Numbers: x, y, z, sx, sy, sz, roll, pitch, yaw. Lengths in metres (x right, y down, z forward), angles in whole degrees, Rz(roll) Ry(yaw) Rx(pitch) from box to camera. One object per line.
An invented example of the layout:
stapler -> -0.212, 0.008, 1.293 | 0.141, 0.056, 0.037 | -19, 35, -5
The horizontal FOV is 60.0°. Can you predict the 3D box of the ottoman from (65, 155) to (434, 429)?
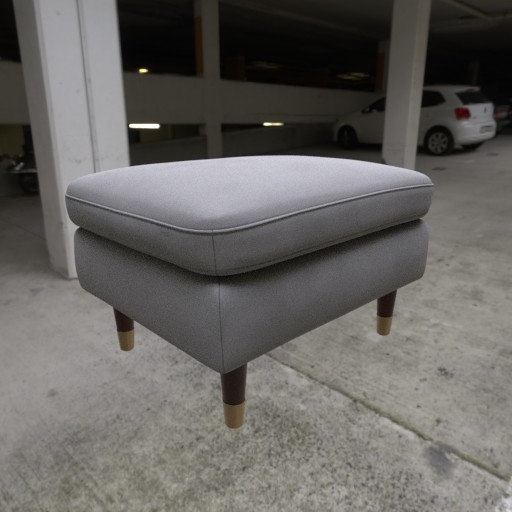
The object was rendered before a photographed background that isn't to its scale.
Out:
ottoman -> 0.000, 0.000, 1.111 | 0.747, 0.478, 0.593 | -16, 23, -42
